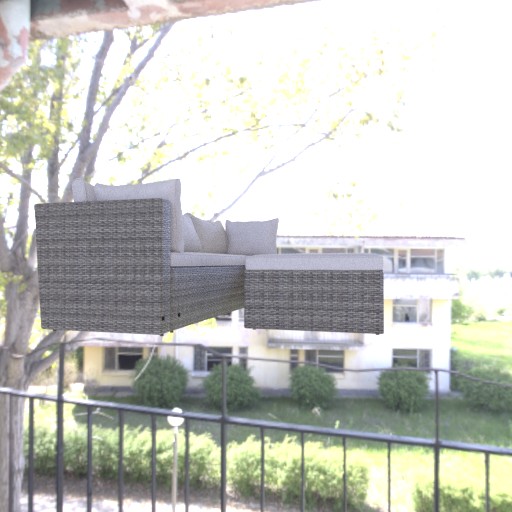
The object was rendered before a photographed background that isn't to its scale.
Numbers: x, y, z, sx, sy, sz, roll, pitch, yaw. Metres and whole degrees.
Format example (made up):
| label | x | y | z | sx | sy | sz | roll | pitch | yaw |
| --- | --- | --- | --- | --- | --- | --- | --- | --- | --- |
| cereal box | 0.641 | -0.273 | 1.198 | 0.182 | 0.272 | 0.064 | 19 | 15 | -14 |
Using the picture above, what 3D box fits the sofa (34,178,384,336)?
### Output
| label | x | y | z | sx | sy | sz | roll | pitch | yaw |
| --- | --- | --- | --- | --- | --- | --- | --- | --- | --- |
| sofa | 0.000 | 0.000 | 3.005 | 1.662 | 0.766 | 2.192 | 0 | -1 | 16 |
